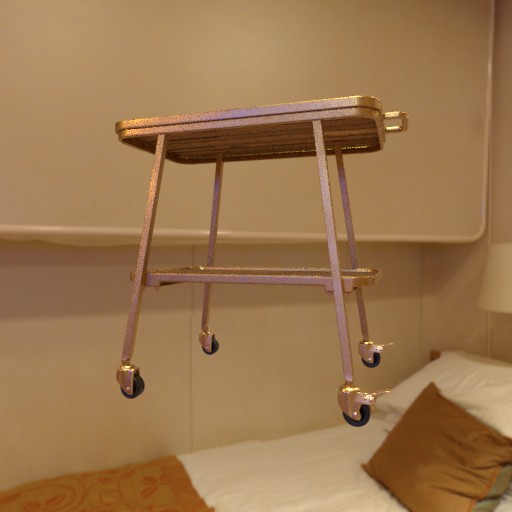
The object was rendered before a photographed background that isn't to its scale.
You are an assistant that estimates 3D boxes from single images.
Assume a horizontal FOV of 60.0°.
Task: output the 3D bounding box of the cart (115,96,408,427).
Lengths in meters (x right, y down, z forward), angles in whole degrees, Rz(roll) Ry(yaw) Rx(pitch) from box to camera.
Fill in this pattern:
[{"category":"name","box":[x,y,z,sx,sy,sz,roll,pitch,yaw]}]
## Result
[{"category":"cart","box":[0.000,0.000,1.248,0.806,0.700,0.524,0,1,18]}]
